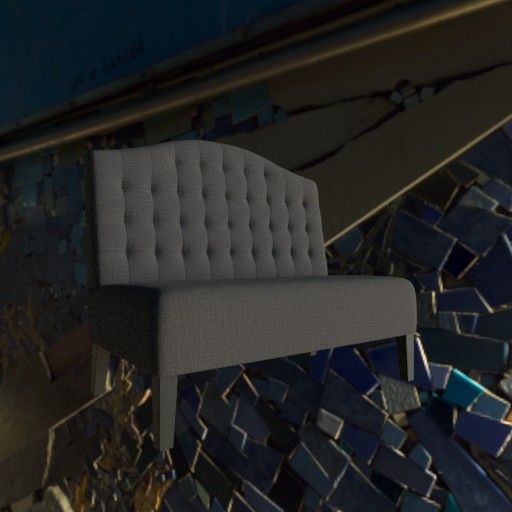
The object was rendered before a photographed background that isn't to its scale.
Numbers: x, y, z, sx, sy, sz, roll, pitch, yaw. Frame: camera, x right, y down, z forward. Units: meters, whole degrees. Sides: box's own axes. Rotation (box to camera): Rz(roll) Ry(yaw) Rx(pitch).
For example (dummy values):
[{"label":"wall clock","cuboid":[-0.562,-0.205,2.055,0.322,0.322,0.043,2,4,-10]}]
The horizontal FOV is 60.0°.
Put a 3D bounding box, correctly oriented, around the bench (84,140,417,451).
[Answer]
[{"label":"bench","cuboid":[0.000,0.000,2.033,1.335,1.180,0.815,0,0,-36]}]
